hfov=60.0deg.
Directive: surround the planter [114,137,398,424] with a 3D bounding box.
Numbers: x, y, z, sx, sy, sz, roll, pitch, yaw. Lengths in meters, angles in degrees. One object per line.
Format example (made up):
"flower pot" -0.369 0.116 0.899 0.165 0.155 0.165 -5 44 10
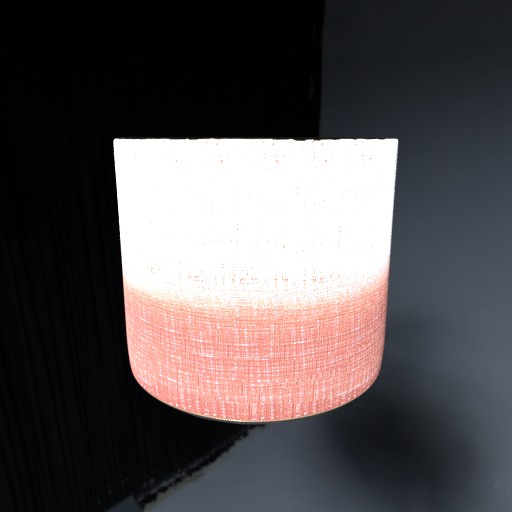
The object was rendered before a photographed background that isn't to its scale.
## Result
"planter" 0.000 0.000 0.305 0.178 0.157 0.178 0 15 0
